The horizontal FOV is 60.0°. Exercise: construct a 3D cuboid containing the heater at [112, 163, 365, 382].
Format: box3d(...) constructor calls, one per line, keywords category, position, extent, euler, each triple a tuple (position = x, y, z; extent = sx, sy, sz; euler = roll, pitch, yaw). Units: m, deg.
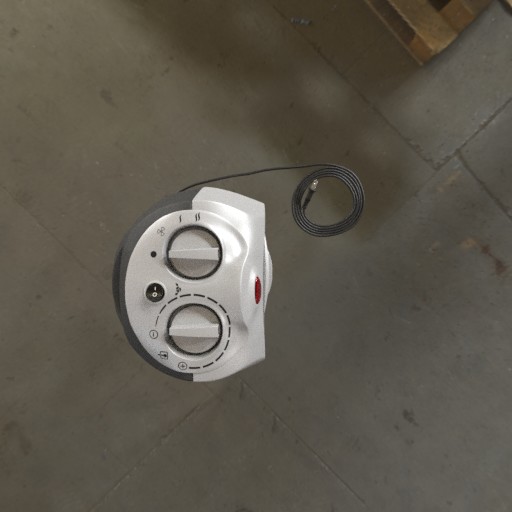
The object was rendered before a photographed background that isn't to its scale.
box3d(category="heater", position=(0.000, 0.000, 0.473), extent=(0.291, 0.255, 0.239), euler=(0, 92, 0))
